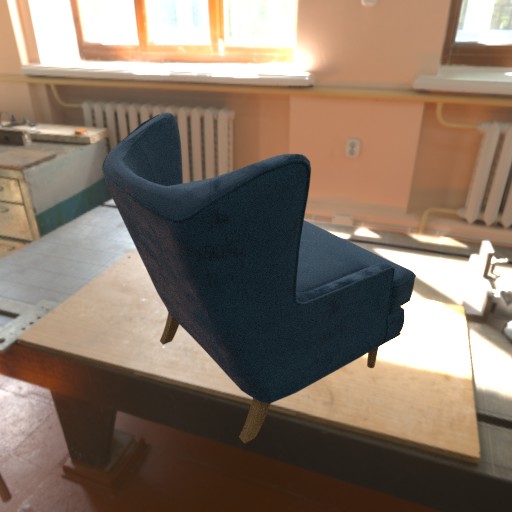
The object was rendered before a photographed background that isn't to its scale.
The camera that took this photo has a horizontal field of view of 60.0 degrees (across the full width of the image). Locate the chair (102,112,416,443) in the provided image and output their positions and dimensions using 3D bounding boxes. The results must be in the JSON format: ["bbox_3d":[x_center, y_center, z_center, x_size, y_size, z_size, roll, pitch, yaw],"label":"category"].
[{"bbox_3d":[0.000,0.000,1.639,0.910,0.952,0.793,-18,32,-31],"label":"chair"}]
